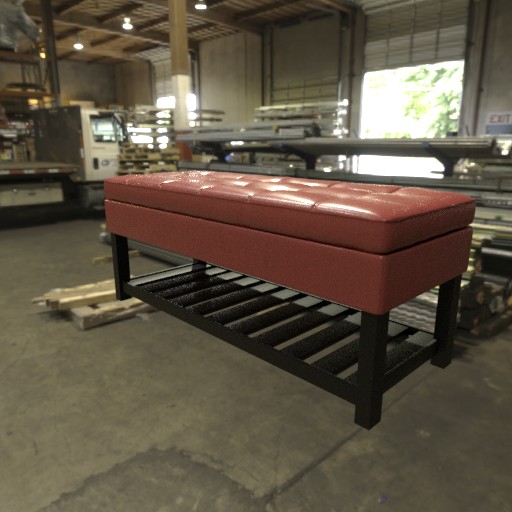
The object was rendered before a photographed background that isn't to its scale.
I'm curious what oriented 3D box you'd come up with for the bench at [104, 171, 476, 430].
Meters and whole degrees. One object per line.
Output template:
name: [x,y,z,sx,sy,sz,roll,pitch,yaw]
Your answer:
bench: [0.000,0.000,1.354,0.432,0.460,1.105,-14,20,-42]
